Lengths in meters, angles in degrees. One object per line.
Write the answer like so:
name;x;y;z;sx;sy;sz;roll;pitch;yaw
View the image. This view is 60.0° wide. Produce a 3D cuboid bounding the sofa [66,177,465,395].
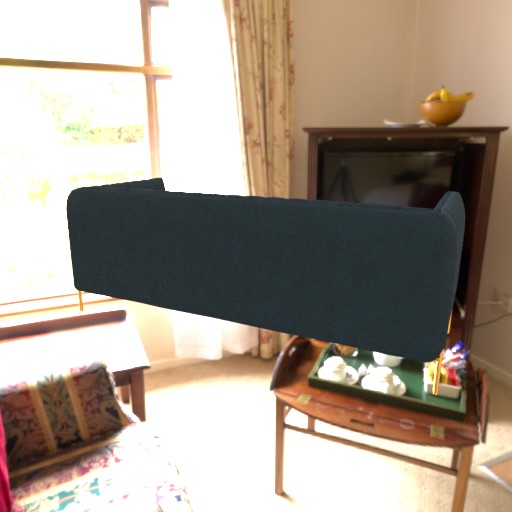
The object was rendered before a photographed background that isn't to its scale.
sofa;0.000;0.000;2.572;2.136;0.793;0.896;7;17;26
